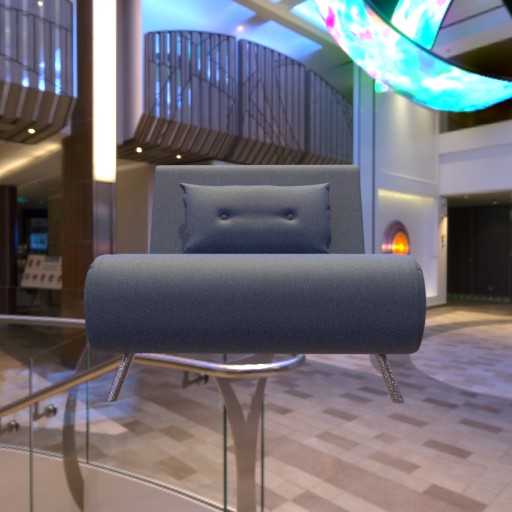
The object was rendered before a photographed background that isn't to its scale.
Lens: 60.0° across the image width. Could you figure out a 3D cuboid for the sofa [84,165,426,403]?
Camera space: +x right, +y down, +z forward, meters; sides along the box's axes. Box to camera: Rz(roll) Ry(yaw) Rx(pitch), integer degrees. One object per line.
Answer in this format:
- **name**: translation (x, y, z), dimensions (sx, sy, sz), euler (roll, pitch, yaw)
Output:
- **sofa**: translation (0.000, 0.000, 1.740), dimensions (0.999, 0.860, 0.996), euler (0, 1, 1)
